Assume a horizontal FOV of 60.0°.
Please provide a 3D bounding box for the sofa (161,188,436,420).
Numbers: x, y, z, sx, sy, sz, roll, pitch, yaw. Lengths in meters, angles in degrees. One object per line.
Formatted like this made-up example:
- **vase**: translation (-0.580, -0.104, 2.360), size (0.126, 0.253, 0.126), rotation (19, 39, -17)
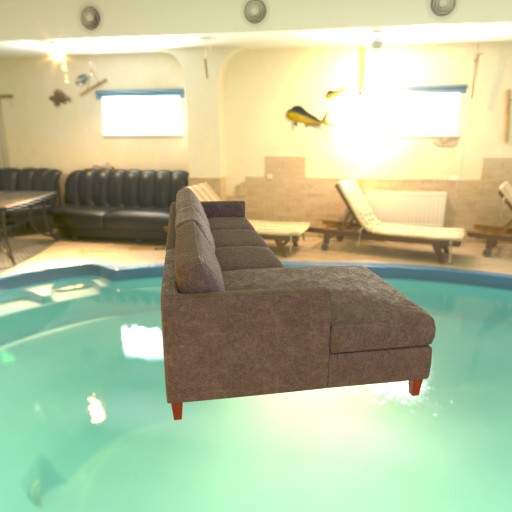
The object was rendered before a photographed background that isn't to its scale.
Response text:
- **sofa**: translation (0.000, 0.000, 4.119), size (1.606, 0.954, 3.471), rotation (-3, 16, -9)
